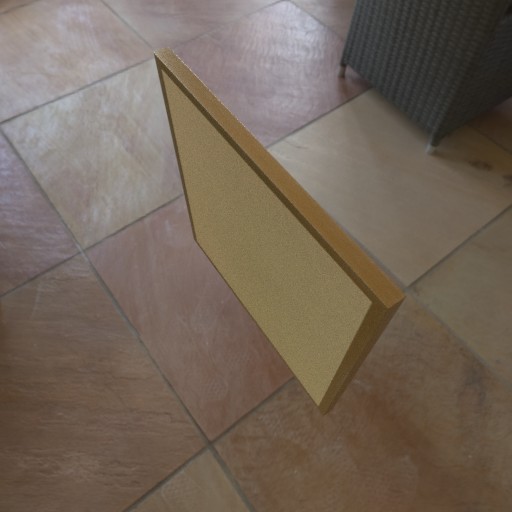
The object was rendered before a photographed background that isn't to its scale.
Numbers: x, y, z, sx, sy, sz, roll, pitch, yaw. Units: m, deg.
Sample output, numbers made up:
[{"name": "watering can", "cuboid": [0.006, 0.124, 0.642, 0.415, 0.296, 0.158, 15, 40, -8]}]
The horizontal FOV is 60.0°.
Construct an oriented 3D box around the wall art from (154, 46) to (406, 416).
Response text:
[{"name": "wall art", "cuboid": [0.000, 0.000, 1.160, 0.037, 0.760, 0.762, -30, 63, -17]}]
